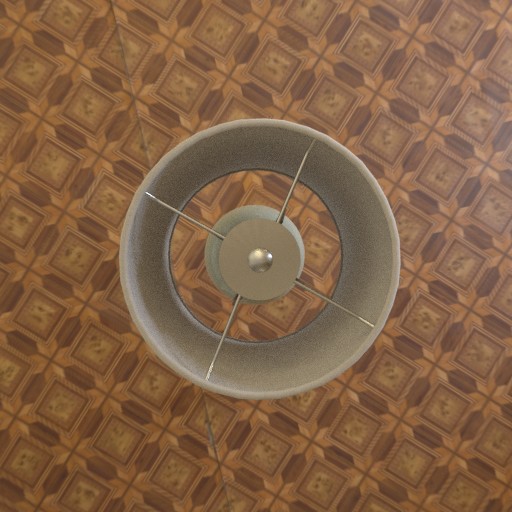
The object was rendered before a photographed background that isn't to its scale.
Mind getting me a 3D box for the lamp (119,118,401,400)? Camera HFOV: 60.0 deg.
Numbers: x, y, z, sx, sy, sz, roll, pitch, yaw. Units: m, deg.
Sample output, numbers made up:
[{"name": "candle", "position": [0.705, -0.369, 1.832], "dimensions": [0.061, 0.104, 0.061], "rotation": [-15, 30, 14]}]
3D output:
[{"name": "lamp", "position": [0.000, 0.000, 0.490], "dimensions": [0.201, 0.353, 0.201], "rotation": [0, 91, -1]}]
